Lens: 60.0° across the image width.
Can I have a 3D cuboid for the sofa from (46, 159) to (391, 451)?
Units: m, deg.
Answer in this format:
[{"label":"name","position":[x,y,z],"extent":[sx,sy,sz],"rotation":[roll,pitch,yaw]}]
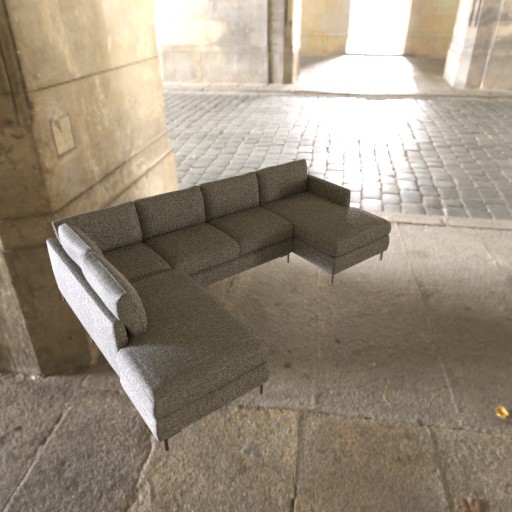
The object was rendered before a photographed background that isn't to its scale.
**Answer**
[{"label":"sofa","position":[0.000,0.000,3.580],"extent":[2.737,0.756,1.879],"rotation":[-21,35,-32]}]
